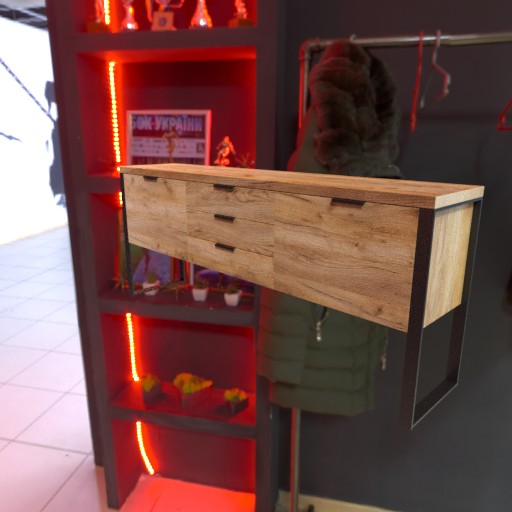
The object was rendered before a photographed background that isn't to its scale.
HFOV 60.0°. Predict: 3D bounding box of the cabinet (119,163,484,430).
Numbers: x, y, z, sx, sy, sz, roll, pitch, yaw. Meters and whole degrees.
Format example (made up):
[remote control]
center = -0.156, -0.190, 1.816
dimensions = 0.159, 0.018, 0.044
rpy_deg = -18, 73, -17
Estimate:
[cabinet]
center = 0.000, 0.000, 2.085
dimensions = 0.395, 0.762, 1.800
rpy_deg = -15, 21, -43
